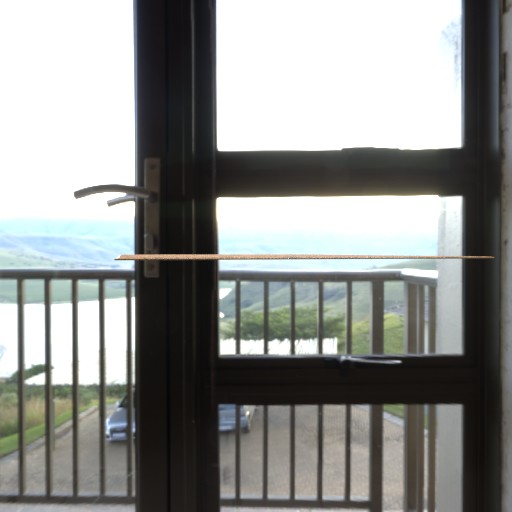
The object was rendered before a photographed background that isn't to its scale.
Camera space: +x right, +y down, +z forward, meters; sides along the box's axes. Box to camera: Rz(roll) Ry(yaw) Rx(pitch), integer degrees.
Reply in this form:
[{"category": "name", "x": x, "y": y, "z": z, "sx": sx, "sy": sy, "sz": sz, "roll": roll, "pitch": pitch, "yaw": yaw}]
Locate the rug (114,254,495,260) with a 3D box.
[{"category": "rug", "x": 0.000, "y": 0.000, "z": 3.973, "sx": 2.363, "sy": 0.012, "sz": 2.980, "roll": 0, "pitch": 1, "yaw": -17}]
